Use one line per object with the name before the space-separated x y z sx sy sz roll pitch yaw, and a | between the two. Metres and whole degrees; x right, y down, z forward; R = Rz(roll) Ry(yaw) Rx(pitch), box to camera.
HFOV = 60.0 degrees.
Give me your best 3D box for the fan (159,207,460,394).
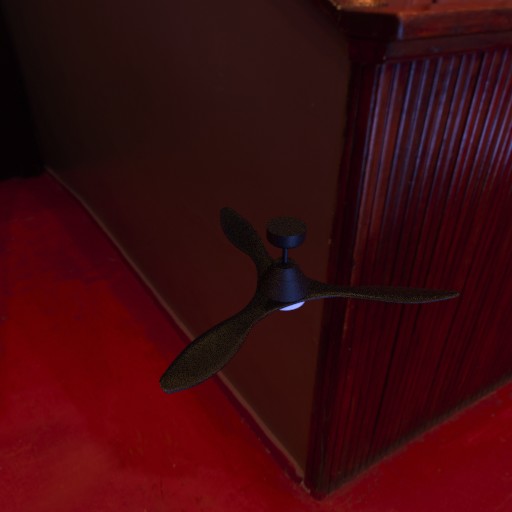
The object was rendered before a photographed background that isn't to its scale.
fan | 0.000 0.000 1.647 1.067 0.305 1.067 -21 39 -29
